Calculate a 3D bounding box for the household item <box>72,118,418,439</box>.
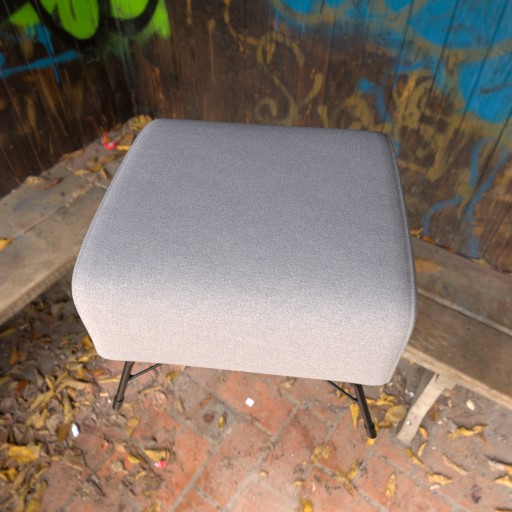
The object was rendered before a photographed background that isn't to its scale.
[{"bbox_3d":[0.000,0.000,0.902,0.530,0.410,0.530,5,48,4],"label":"household item"}]
